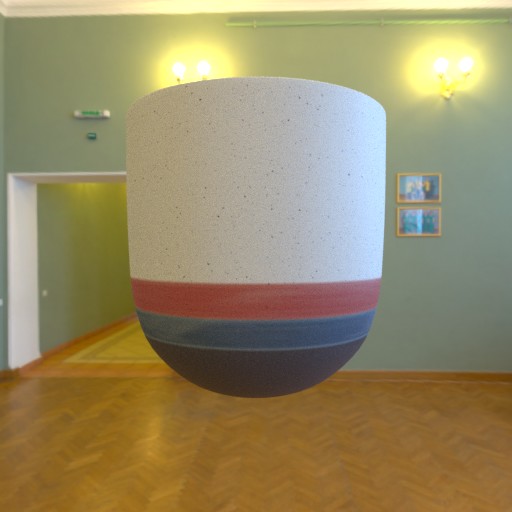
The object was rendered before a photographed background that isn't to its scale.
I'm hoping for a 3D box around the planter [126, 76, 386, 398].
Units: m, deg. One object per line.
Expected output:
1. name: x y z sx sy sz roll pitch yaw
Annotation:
1. planter: 0.000 0.000 0.363 0.204 0.214 0.204 0 1 0
